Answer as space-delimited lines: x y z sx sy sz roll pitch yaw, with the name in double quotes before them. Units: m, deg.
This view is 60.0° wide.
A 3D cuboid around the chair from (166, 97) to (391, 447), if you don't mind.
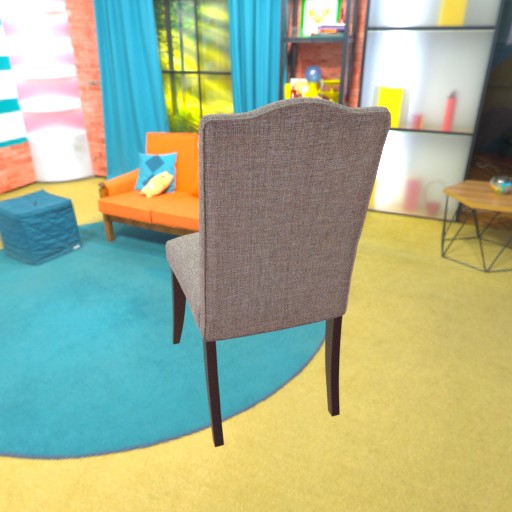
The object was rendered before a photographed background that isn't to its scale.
"chair" 0.000 0.000 1.404 0.513 1.016 0.660 -8 27 -16
